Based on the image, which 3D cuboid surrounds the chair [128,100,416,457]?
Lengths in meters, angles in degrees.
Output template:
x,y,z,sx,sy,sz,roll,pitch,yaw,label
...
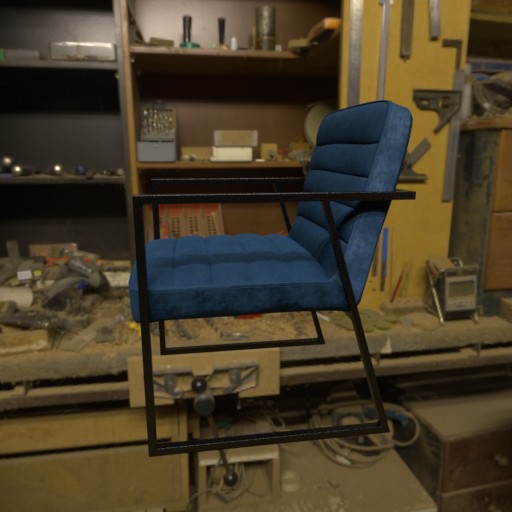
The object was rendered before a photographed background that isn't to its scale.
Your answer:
x,y,z,sx,sy,sz,roll,pitch,yaw,label
0.000,0.000,1.283,0.677,0.833,0.571,-2,13,-9,chair
